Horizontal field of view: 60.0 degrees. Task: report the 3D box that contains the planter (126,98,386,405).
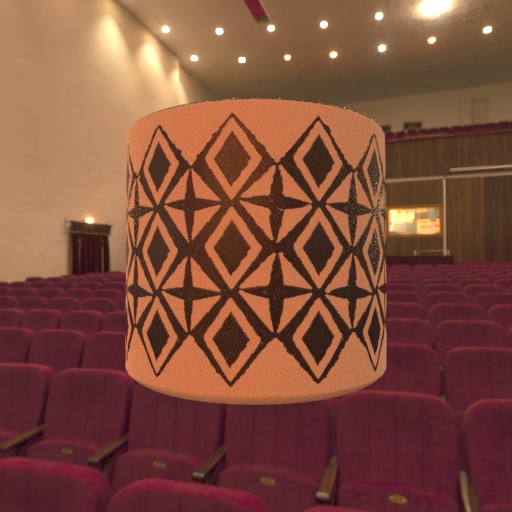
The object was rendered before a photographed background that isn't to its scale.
[{"bbox_3d":[0.000,0.000,0.282,0.159,0.144,0.159,0,-1,0],"label":"planter"}]
